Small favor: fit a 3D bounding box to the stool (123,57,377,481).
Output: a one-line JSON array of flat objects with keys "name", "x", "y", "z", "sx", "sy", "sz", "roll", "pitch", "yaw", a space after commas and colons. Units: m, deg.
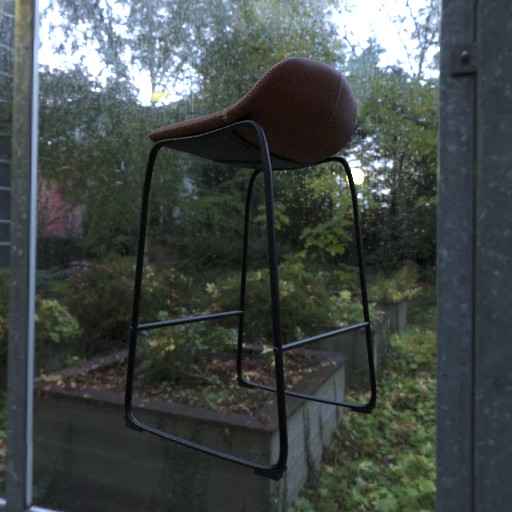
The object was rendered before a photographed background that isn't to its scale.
[{"name": "stool", "x": 0.000, "y": 0.000, "z": 1.123, "sx": 0.473, "sy": 0.830, "sz": 0.454, "roll": 0, "pitch": -1, "yaw": 37}]
